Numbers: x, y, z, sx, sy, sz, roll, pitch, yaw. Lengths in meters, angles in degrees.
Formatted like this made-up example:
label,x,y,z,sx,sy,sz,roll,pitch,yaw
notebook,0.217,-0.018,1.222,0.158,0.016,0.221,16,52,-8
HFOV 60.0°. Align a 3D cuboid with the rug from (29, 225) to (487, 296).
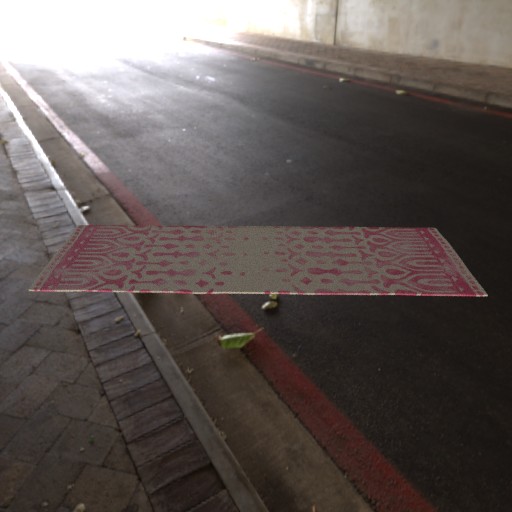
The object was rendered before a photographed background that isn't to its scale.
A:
label,x,y,z,sx,sy,sz,roll,pitch,yaw
rug,0.000,0.000,2.688,2.458,0.011,0.787,1,31,1
